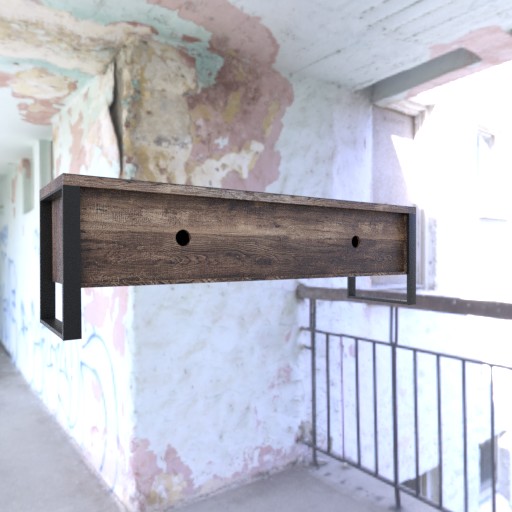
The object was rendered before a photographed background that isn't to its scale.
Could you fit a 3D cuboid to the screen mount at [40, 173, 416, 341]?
[{"bbox_3d":[0.000,0.000,1.781,1.524,0.450,0.395,0,0,-34],"label":"screen mount"}]
